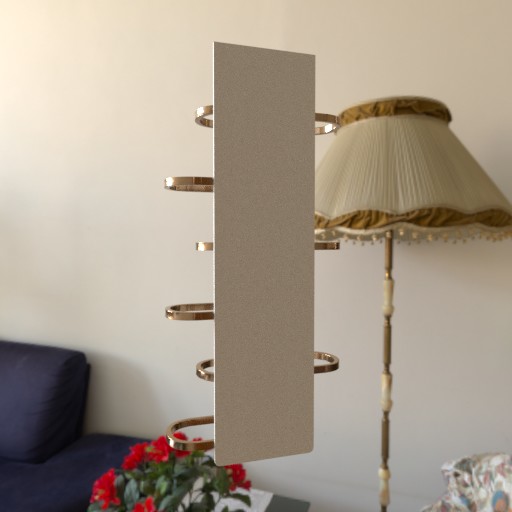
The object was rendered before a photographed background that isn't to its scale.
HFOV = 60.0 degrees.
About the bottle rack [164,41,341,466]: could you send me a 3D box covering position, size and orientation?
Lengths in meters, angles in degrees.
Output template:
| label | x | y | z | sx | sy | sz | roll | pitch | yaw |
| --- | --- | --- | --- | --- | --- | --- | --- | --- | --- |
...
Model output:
| label | x | y | z | sx | sy | sz | roll | pitch | yaw |
| --- | --- | --- | --- | --- | --- | --- | --- | --- | --- |
| bottle rack | 0.000 | 0.000 | 0.820 | 0.332 | 0.709 | 0.118 | -1 | 2 | -17 |
